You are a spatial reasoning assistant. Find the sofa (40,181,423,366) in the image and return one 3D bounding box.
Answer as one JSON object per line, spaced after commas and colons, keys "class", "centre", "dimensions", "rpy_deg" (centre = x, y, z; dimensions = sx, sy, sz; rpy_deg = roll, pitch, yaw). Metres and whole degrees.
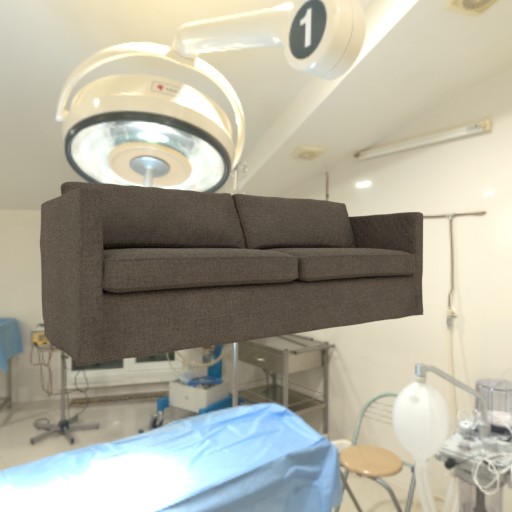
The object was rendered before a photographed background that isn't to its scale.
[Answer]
{"class": "sofa", "centre": [0.000, 0.000, 3.282], "dimensions": [2.779, 0.998, 1.036], "rpy_deg": [-1, 1, -36]}
